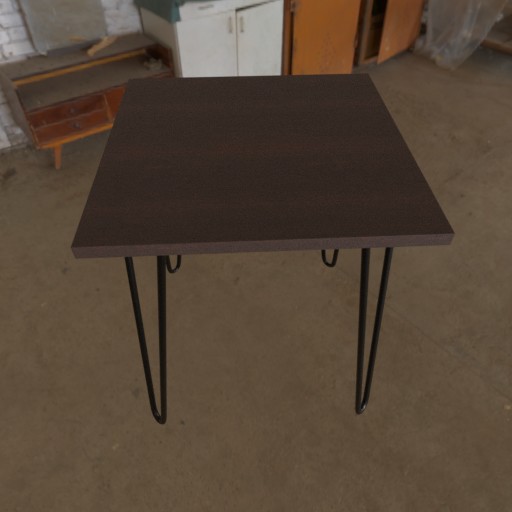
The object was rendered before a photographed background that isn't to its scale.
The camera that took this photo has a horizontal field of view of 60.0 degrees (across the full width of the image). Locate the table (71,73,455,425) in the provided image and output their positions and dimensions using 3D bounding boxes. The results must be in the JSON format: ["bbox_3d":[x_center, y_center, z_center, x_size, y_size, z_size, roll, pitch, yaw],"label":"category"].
[{"bbox_3d":[0.000,0.000,0.942,0.495,0.559,0.495,-2,45,-2],"label":"table"}]
